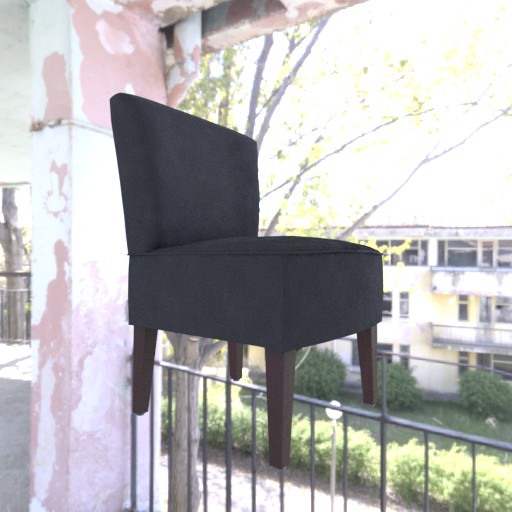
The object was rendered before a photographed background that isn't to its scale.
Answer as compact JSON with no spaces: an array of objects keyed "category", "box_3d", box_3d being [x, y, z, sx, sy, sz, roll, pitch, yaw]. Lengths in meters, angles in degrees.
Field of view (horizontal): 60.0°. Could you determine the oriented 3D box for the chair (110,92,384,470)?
[{"category":"chair","box_3d":[0.000,0.000,1.145,0.554,0.806,0.521,0,0,36]}]
